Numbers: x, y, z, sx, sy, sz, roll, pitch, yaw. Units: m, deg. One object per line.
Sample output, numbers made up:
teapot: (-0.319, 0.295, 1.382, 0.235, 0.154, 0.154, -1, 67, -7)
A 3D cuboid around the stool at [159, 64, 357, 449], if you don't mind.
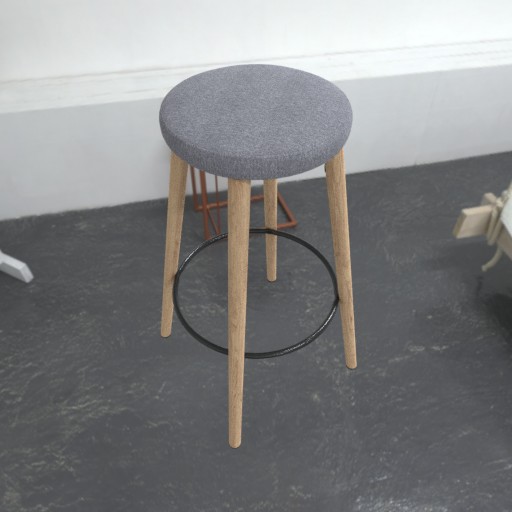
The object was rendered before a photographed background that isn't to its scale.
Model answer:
stool: (0.000, 0.000, 0.992, 0.410, 0.770, 0.410, -26, 51, -23)
